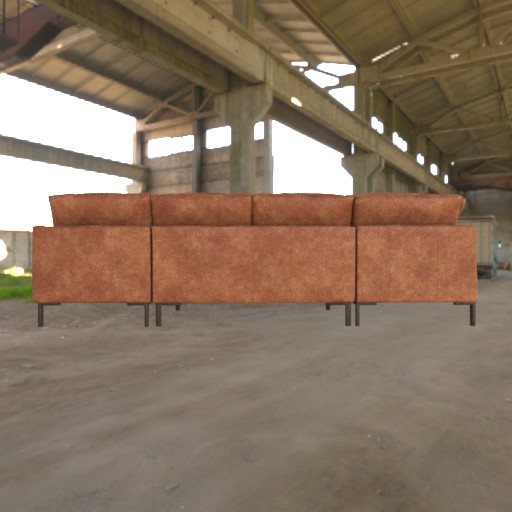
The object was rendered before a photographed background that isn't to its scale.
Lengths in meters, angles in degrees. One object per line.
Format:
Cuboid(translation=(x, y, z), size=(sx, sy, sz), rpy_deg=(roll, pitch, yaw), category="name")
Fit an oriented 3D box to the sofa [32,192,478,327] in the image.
Cuboid(translation=(0.000, 0.000, 3.848), size=(2.956, 0.900, 1.939), rpy_deg=(0, 1, -1), category="sofa")
